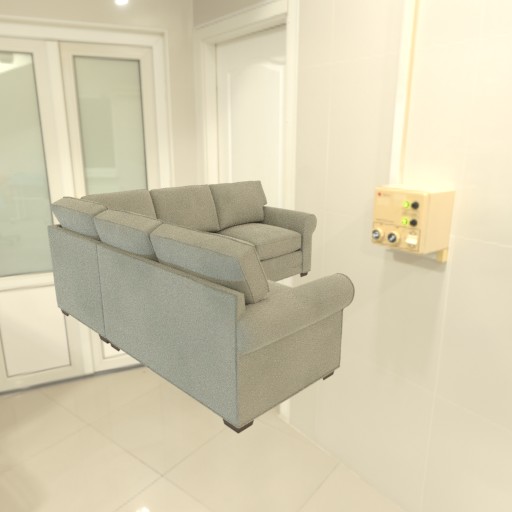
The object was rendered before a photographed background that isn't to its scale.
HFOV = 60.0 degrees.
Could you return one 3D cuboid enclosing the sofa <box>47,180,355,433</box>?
[{"bbox_3d":[0.000,0.000,3.866,2.562,1.053,2.487,-15,21,-43],"label":"sofa"}]
